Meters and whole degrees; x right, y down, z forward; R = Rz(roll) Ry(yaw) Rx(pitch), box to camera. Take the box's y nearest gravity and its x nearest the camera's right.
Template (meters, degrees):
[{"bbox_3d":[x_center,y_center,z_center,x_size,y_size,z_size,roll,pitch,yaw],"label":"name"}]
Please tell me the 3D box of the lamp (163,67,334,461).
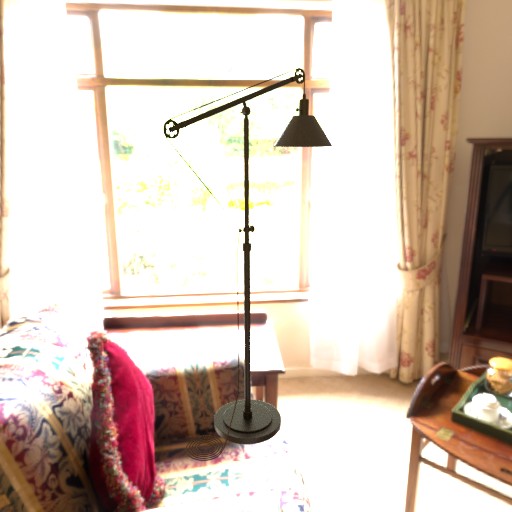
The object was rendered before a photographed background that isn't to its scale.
[{"bbox_3d":[0.000,0.000,1.970,0.904,1.626,0.319,-13,19,-43],"label":"lamp"}]
